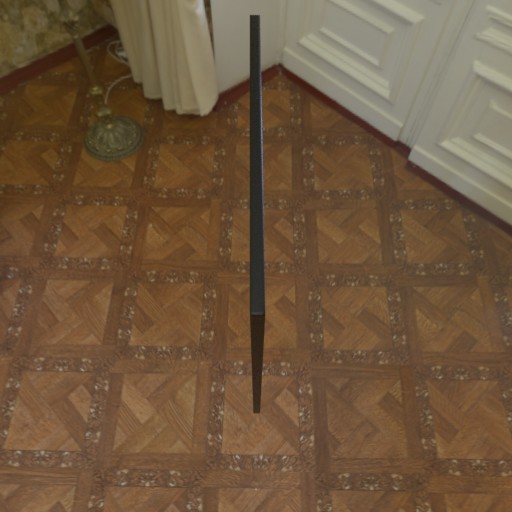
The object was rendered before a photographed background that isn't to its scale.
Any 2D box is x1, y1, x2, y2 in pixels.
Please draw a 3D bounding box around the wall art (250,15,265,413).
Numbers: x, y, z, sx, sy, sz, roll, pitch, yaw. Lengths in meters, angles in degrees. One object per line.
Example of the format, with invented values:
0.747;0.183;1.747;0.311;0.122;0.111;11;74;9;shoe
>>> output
0.000;0.000;0.851;0.016;0.657;0.480;0;62;0;wall art
